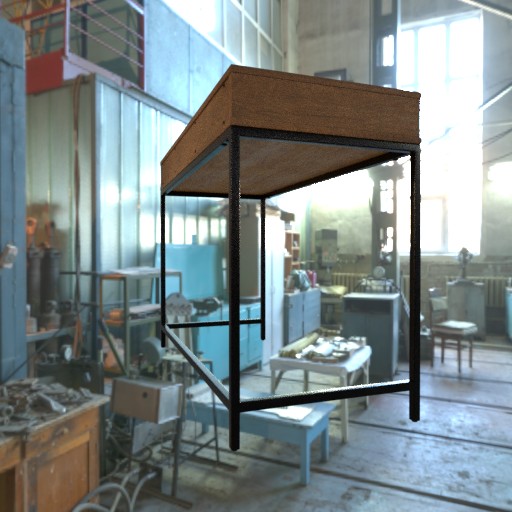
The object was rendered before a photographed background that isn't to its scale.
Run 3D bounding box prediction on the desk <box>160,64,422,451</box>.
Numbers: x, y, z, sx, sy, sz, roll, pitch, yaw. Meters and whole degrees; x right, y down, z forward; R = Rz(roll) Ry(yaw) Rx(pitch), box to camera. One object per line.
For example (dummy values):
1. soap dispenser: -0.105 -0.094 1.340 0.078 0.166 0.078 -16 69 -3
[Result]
1. desk: 0.000 0.000 1.426 0.470 0.762 1.016 0 1 -20
